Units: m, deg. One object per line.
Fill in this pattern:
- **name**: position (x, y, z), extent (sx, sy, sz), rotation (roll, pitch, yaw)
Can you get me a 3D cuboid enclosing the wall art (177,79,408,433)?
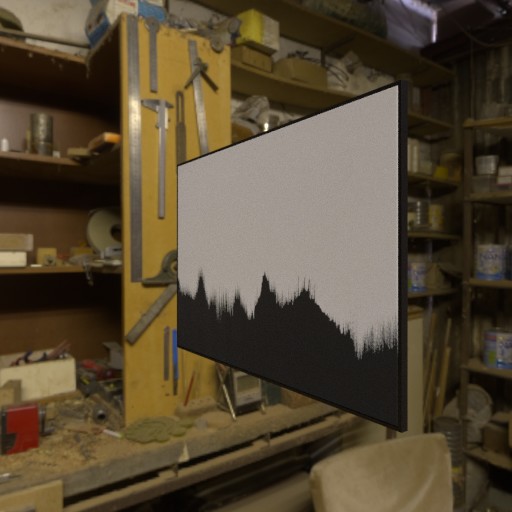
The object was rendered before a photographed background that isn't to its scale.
- **wall art**: position (0.000, 0.000, 1.221), extent (0.019, 0.660, 0.957), rotation (0, 0, -36)
